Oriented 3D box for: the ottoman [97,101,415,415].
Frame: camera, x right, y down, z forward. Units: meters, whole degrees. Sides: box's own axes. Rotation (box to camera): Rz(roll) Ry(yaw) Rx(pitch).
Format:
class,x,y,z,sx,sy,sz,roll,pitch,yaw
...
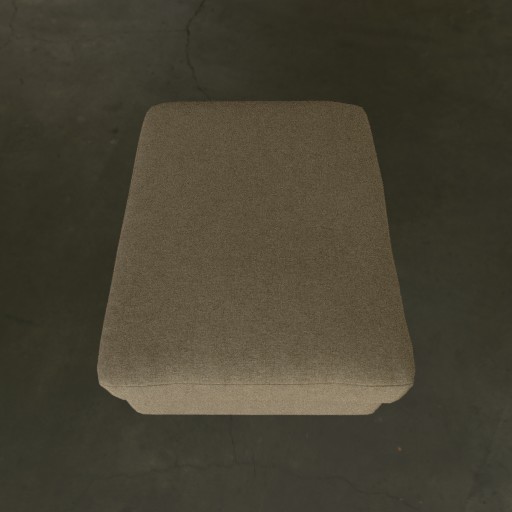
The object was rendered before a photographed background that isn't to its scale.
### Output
class,x,y,z,sx,sy,sz,roll,pitch,yaw
ottoman,0.000,0.000,1.315,0.692,0.511,0.889,0,58,0
